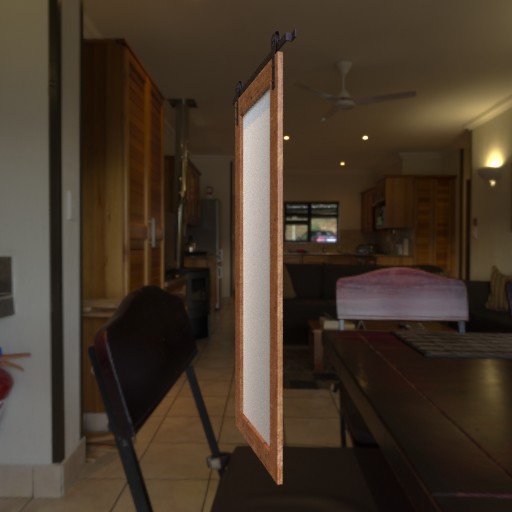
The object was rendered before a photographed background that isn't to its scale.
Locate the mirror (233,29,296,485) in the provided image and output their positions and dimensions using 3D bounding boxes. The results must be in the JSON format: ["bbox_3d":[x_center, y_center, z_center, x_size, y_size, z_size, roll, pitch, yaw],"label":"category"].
[{"bbox_3d":[0.000,0.000,2.038,0.042,1.793,0.847,0,1,-18],"label":"mirror"}]
